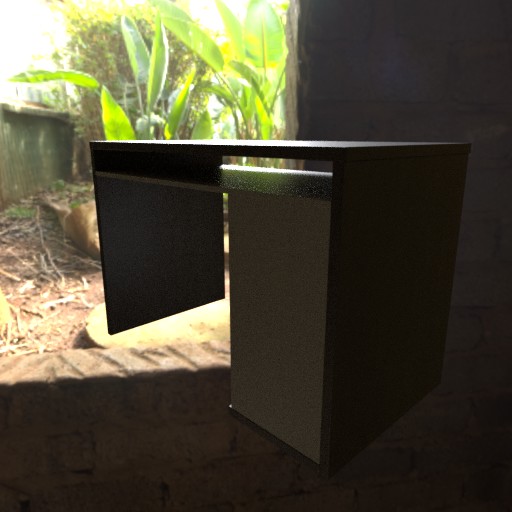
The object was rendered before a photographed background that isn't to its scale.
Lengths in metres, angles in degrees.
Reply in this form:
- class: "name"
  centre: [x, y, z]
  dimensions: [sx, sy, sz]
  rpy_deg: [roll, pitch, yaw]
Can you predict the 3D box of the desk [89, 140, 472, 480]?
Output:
- class: "desk"
  centre: [0.000, 0.000, 1.506]
  dimensions: [0.600, 0.750, 1.100]
  rpy_deg: [-14, 21, -42]
